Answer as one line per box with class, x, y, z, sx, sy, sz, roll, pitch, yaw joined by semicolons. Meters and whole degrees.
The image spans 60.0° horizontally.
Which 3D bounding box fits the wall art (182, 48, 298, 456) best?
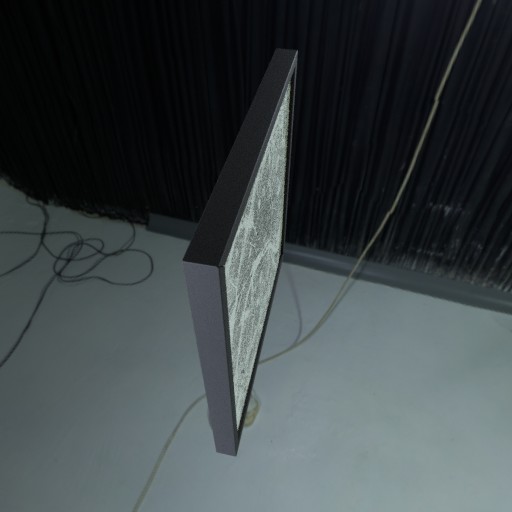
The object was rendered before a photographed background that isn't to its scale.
wall art;0.000;0.000;0.775;0.037;0.508;0.508;9;48;8
